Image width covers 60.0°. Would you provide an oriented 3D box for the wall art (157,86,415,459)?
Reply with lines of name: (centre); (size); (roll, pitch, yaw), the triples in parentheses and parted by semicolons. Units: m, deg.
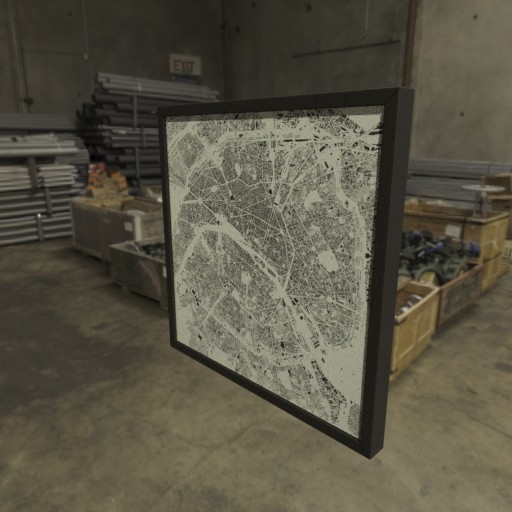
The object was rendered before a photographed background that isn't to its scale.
wall art: (0.000, 0.000, 0.761); (0.037, 0.508, 0.508); (-14, 21, -43)
